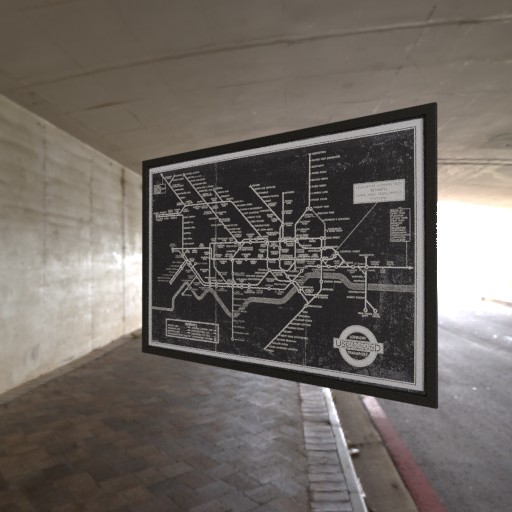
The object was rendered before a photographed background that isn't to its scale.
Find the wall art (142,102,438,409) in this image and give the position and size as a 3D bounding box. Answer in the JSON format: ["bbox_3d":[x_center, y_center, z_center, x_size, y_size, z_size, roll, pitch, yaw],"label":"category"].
[{"bbox_3d":[0.000,0.000,1.526,1.192,0.811,0.013,0,0,36],"label":"wall art"}]
